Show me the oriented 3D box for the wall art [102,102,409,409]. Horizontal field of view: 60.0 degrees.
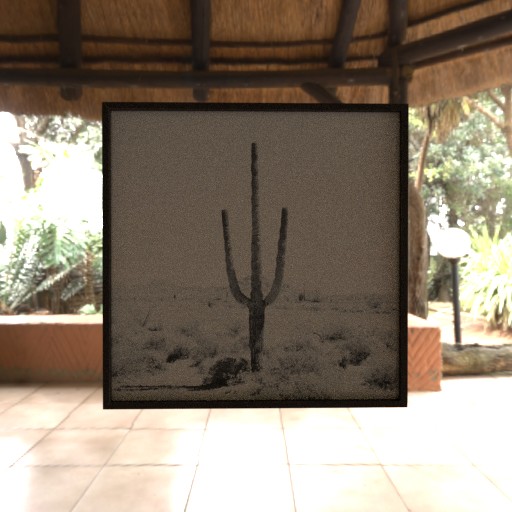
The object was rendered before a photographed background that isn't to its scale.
[{"bbox_3d":[0.000,0.000,0.755,0.508,0.508,0.038,0,1,-1],"label":"wall art"}]
